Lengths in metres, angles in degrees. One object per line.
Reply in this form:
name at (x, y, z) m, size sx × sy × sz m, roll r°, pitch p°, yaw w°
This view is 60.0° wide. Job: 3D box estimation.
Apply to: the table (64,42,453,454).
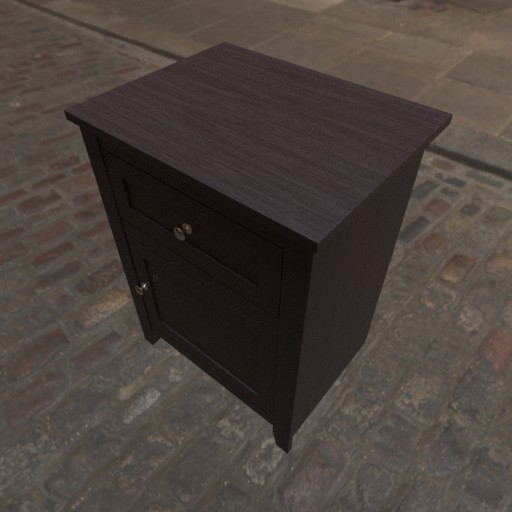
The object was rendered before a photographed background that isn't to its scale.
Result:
table at (0.000, 0.000, 0.917) m, size 0.480 × 0.635 × 0.381 m, roll 30°, pitch 53°, yaw 27°
